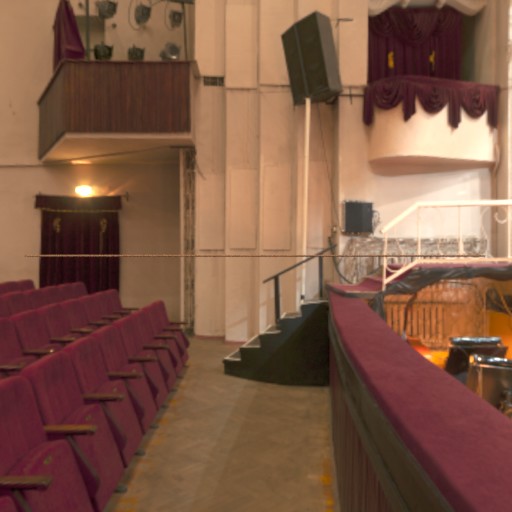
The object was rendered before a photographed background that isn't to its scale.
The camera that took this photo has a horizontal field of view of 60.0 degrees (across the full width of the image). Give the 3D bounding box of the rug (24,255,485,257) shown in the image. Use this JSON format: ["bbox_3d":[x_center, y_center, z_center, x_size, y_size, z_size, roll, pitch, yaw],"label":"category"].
[{"bbox_3d":[0.000,0.000,4.092,3.048,0.013,2.439,0,0,-1],"label":"rug"}]
